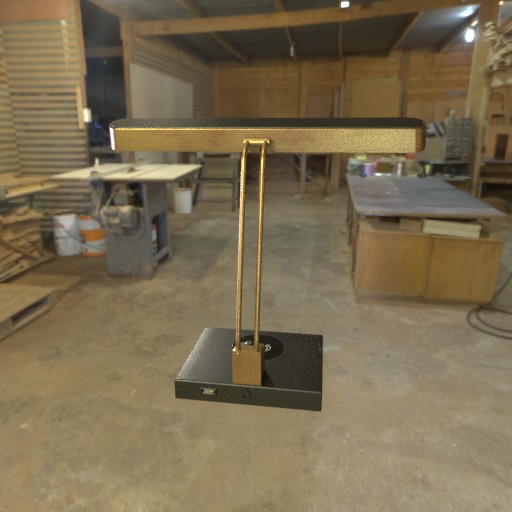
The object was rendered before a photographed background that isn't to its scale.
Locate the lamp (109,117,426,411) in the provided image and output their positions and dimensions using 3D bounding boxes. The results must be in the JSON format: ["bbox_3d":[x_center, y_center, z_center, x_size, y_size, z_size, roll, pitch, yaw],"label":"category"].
[{"bbox_3d":[0.000,0.000,0.577,0.412,0.345,0.156,2,17,8],"label":"lamp"}]
